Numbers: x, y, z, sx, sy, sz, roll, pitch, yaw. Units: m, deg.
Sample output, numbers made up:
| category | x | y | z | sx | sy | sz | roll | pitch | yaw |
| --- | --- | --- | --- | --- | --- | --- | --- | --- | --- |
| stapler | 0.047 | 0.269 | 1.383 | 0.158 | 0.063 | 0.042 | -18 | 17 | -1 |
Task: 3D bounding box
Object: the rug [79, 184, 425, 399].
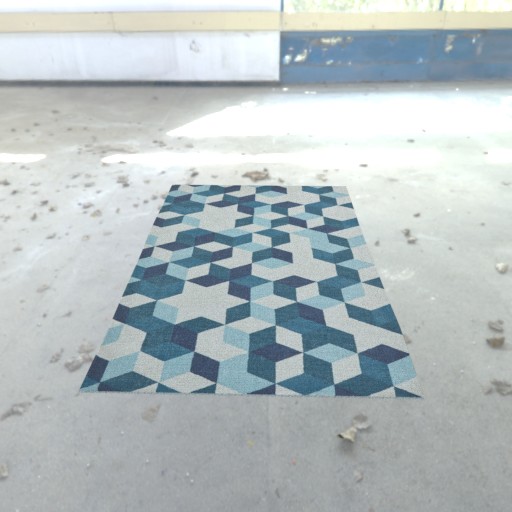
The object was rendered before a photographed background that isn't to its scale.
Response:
| category | x | y | z | sx | sy | sz | roll | pitch | yaw |
| --- | --- | --- | --- | --- | --- | --- | --- | --- | --- |
| rug | 0.000 | 0.000 | 2.332 | 1.235 | 0.014 | 1.829 | 1 | 32 | 1 |
